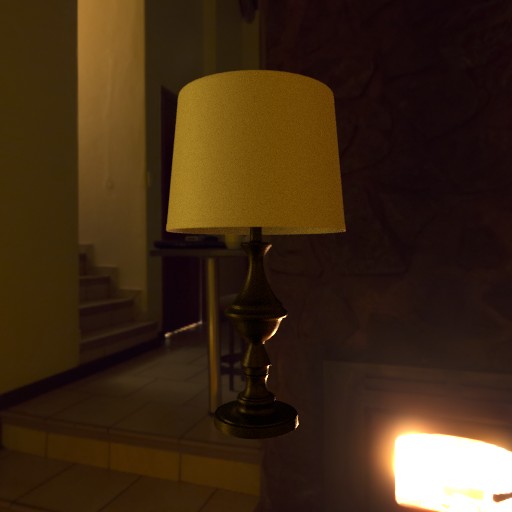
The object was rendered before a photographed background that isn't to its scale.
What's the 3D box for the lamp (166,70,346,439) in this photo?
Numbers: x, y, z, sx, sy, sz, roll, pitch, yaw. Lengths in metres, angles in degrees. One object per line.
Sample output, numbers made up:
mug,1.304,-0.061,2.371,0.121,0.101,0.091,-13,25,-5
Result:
lamp,0.000,0.000,0.967,0.383,0.726,0.383,0,1,0
